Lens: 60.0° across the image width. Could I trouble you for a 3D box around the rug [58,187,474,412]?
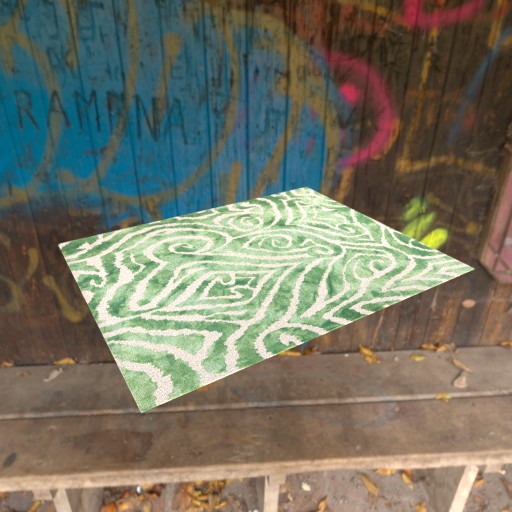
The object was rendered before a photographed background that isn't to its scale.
[{"bbox_3d":[0.000,0.000,4.132,3.045,0.007,2.436,-17,33,-27],"label":"rug"}]
